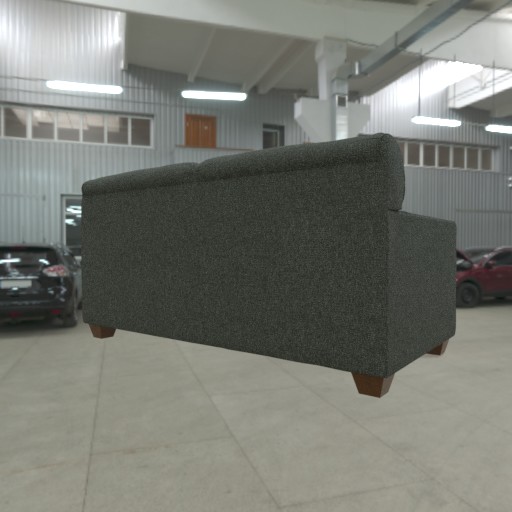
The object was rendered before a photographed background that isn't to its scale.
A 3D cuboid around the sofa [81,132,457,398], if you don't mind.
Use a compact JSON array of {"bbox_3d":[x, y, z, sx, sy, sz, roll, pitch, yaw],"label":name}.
[{"bbox_3d":[0.000,0.000,2.409,1.846,0.958,0.998,1,1,37],"label":"sofa"}]
